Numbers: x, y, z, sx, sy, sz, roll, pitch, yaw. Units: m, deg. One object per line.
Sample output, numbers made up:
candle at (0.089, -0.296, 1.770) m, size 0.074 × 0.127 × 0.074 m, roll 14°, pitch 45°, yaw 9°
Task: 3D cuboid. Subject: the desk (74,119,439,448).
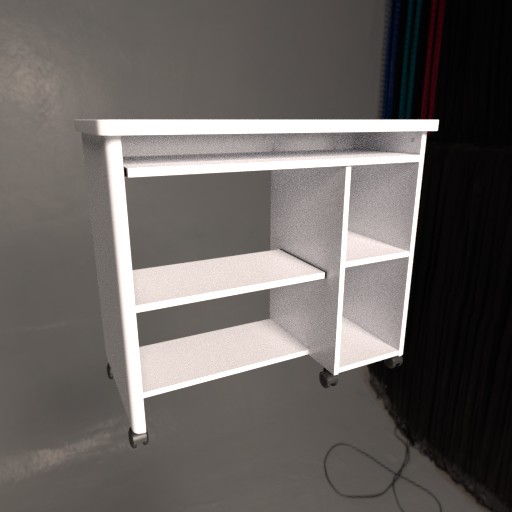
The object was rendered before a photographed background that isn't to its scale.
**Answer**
desk at (0.000, 0.000, 1.298) m, size 0.877 × 0.763 × 0.475 m, roll -8°, pitch 19°, yaw -25°
